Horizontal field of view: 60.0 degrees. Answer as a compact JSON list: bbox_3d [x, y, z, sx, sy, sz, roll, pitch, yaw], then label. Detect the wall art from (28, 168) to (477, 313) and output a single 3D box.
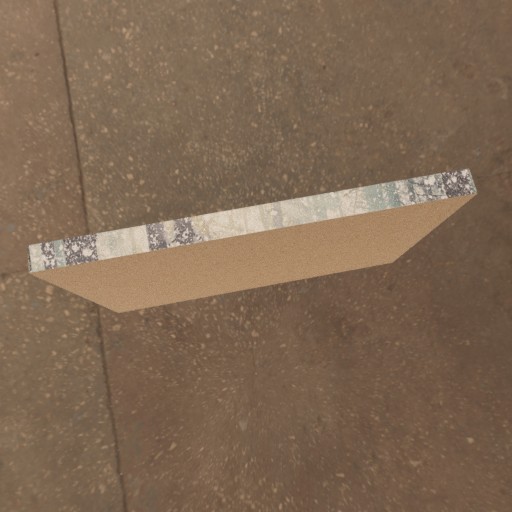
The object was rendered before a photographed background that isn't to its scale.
[{"bbox_3d":[0.000,0.000,0.796,0.618,0.398,0.042,-10,75,-3],"label":"wall art"}]
